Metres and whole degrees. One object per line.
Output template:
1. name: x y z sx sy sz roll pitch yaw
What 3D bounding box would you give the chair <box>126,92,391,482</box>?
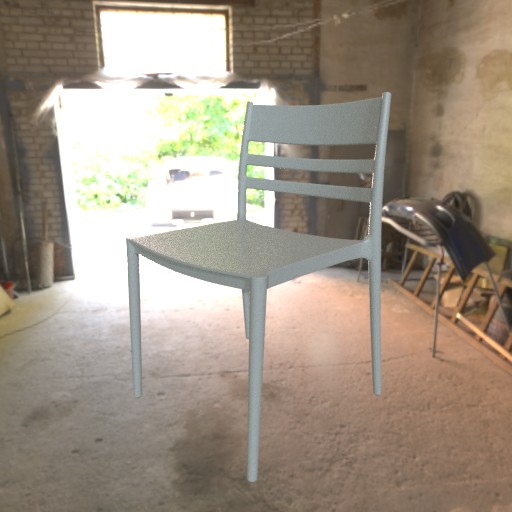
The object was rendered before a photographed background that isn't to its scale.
1. chair: 0.000 0.000 1.153 0.531 0.800 0.511 14 21 42
